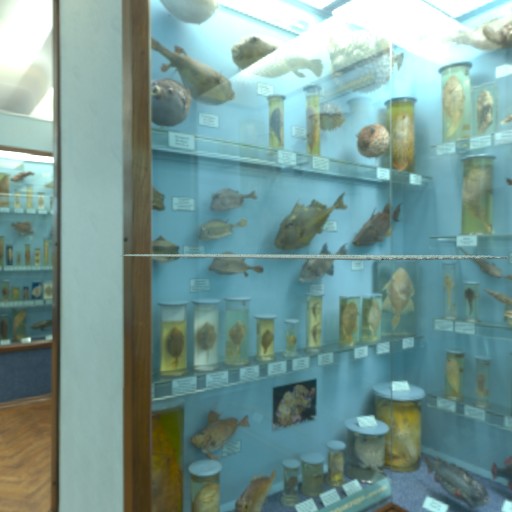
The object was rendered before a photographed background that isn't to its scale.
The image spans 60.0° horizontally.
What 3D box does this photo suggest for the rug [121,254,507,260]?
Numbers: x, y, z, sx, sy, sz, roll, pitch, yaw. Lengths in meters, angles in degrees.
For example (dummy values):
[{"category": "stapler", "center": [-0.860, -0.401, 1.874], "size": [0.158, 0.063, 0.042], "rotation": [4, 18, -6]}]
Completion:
[{"category": "rug", "center": [0.000, 0.000, 2.572], "size": [0.786, 0.013, 2.480], "rotation": [0, 0, -35]}]
